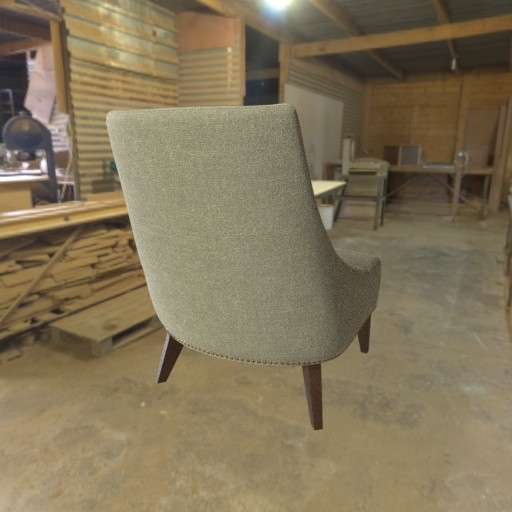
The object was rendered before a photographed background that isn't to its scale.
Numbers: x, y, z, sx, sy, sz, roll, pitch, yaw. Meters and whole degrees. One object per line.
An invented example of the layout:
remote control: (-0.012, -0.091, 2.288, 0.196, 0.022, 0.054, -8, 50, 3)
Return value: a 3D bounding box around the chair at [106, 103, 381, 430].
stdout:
chair: (0.000, 0.000, 1.493, 0.701, 0.909, 0.861, 7, 16, 26)
